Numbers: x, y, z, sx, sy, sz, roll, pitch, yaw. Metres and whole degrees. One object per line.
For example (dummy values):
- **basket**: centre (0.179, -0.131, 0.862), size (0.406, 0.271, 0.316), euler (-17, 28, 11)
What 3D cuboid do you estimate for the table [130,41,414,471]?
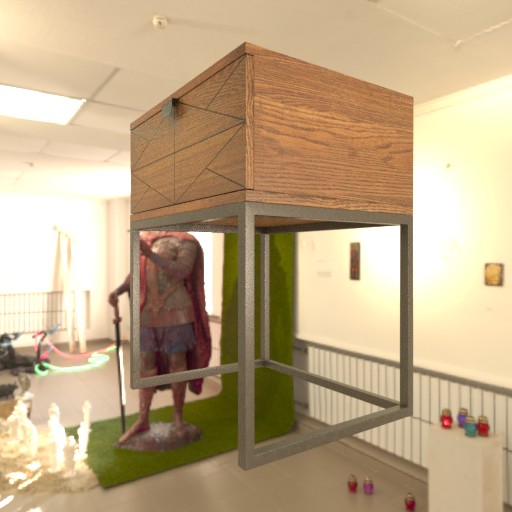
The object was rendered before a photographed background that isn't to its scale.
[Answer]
- **table**: centre (0.000, 0.000, 0.932), size (0.400, 0.610, 0.482), euler (0, 0, -35)
